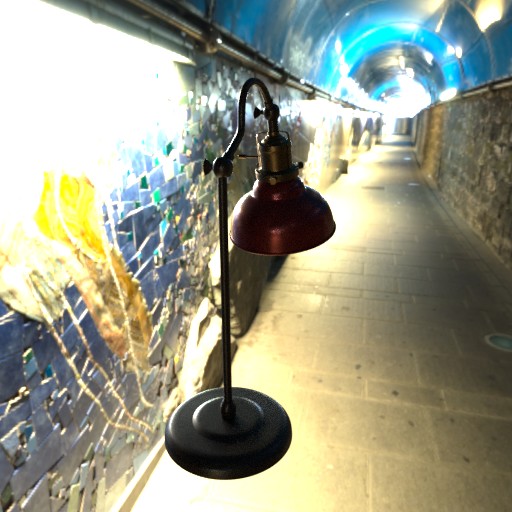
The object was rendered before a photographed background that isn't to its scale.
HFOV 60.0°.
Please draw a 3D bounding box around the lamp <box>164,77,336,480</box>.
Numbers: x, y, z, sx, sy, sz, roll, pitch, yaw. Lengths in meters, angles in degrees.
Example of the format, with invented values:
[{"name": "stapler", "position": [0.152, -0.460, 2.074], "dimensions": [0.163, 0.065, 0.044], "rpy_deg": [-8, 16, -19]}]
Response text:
[{"name": "lamp", "position": [0.000, 0.000, 0.678], "dimensions": [0.192, 0.508, 0.374], "rpy_deg": [8, 18, 26]}]
